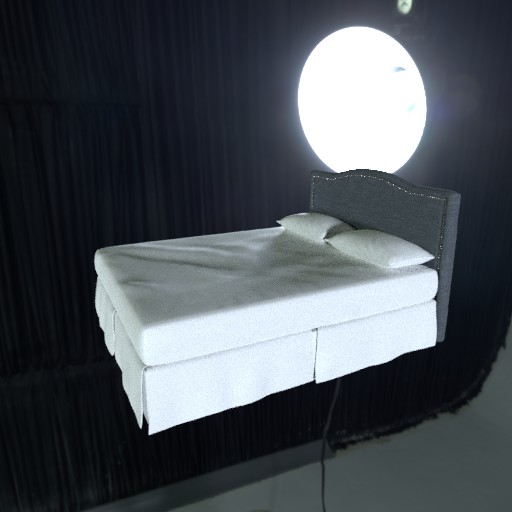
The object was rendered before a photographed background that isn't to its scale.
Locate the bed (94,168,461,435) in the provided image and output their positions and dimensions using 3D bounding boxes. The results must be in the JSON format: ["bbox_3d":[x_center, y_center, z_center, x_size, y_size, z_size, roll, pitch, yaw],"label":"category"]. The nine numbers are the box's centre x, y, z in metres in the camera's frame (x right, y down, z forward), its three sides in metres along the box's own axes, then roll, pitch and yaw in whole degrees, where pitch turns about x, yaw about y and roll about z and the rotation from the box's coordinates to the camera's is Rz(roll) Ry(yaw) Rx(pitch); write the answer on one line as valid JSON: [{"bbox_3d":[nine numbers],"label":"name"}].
[{"bbox_3d":[0.000,0.000,4.046,2.689,1.457,2.161,-8,18,-26],"label":"bed"}]
